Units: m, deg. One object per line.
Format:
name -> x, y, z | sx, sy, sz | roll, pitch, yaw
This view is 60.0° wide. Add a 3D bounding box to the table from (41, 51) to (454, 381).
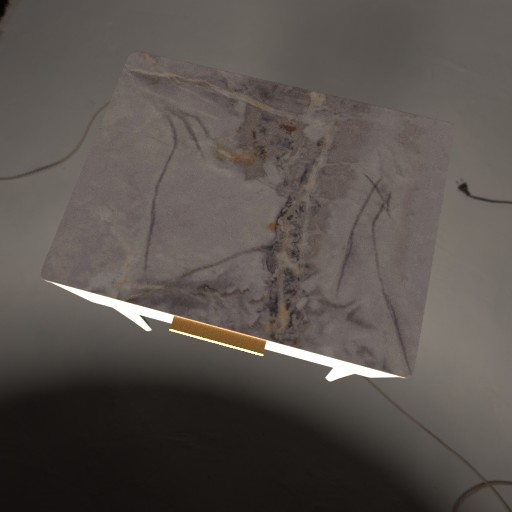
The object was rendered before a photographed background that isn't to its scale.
table -> 0.000, 0.000, 0.889 | 0.500, 0.570, 0.400 | 14, 75, 4
